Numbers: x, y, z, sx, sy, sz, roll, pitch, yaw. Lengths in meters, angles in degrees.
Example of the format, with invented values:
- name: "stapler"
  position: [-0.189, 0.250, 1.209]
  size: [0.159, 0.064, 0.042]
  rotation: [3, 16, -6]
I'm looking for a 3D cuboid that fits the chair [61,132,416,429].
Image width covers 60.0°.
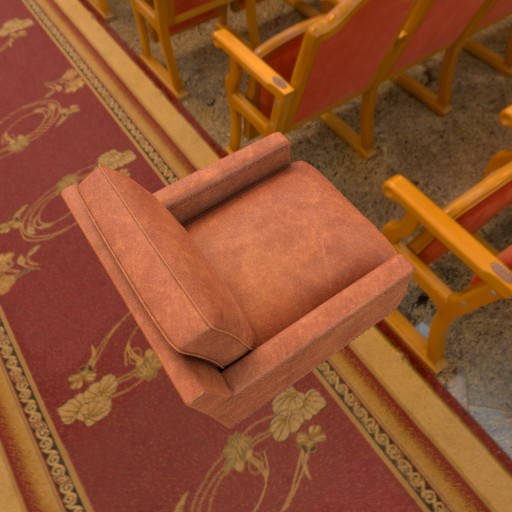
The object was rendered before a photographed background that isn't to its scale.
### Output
- name: "chair"
  position: [0.000, 0.000, 1.730]
  size: [1.014, 0.943, 0.853]
  rotation: [-31, 64, -17]
